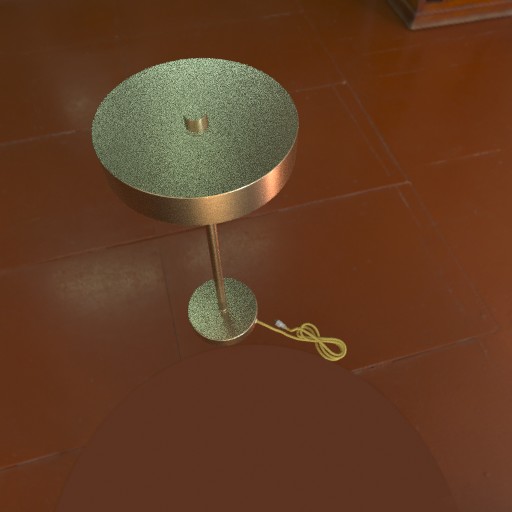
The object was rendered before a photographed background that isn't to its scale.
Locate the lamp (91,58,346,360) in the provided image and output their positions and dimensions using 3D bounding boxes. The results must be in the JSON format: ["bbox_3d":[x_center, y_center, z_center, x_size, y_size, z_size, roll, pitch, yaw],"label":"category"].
[{"bbox_3d":[0.000,0.000,0.686,0.369,0.508,0.229,16,58,10],"label":"lamp"}]
